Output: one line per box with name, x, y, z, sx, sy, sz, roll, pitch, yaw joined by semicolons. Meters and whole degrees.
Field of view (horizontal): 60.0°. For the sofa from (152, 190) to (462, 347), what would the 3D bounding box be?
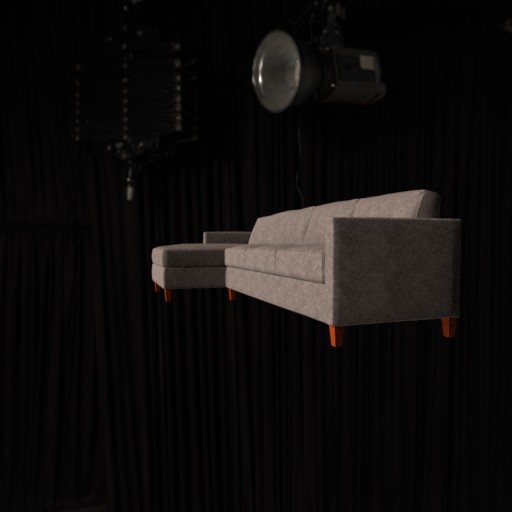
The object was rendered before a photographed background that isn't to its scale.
sofa;0.000;0.000;4.152;1.606;0.954;3.471;-1;2;-19
